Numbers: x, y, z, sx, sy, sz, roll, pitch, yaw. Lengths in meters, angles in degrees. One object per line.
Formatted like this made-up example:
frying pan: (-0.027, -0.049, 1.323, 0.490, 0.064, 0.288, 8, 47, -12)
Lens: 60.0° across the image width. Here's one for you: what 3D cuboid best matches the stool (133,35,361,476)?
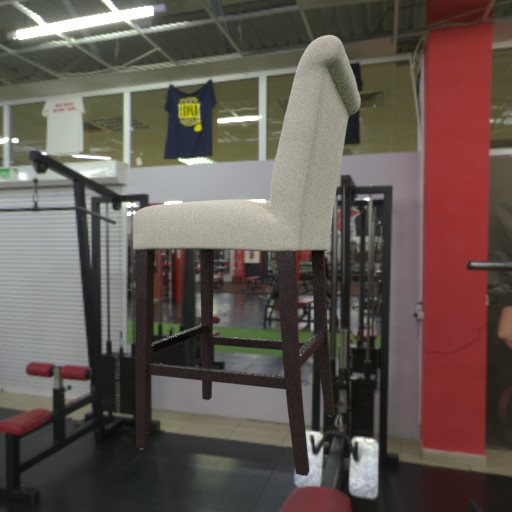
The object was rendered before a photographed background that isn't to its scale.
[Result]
stool: (0.000, 0.000, 1.401, 0.610, 1.118, 0.482, 0, 1, 19)
